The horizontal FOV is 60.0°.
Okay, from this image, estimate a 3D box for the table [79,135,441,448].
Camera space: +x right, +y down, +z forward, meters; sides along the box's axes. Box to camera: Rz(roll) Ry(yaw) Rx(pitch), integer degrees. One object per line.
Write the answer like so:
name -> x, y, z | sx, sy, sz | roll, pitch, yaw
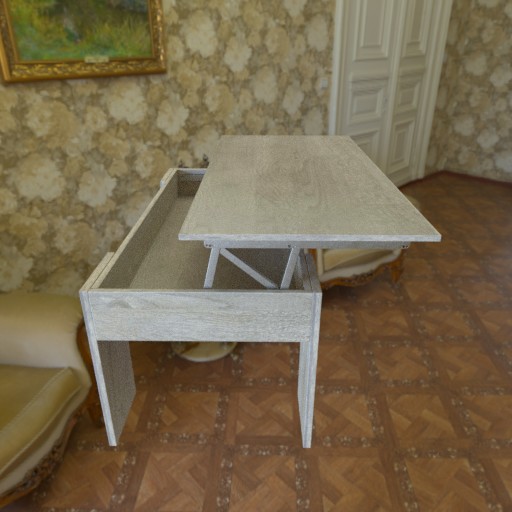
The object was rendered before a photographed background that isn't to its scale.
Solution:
table -> 0.000, 0.000, 1.411 | 0.711, 0.570, 1.000 | 0, 26, 1
